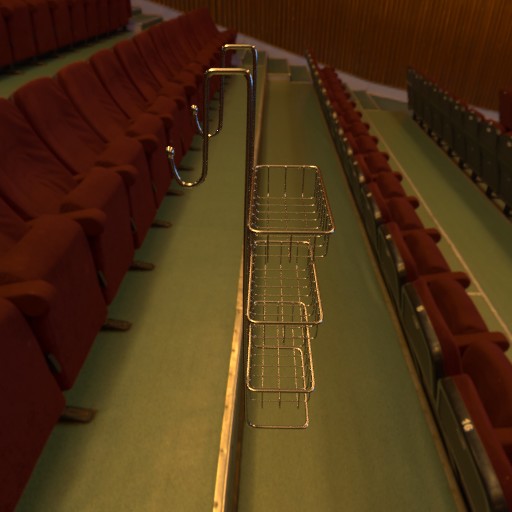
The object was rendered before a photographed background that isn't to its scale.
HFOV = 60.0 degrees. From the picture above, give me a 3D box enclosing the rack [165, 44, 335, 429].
[{"bbox_3d":[0.000,0.000,0.688,0.202,0.574,0.228,1,32,1],"label":"rack"}]
